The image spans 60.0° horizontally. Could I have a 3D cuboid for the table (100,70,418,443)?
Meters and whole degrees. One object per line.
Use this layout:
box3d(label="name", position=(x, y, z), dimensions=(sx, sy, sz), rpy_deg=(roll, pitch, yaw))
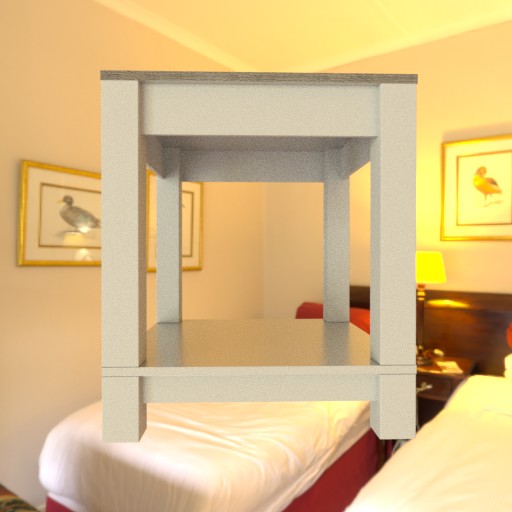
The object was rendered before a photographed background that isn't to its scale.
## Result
box3d(label="table", position=(0.000, 0.000, 0.958), dimensions=(0.504, 0.587, 0.506), rpy_deg=(0, 0, -2))
